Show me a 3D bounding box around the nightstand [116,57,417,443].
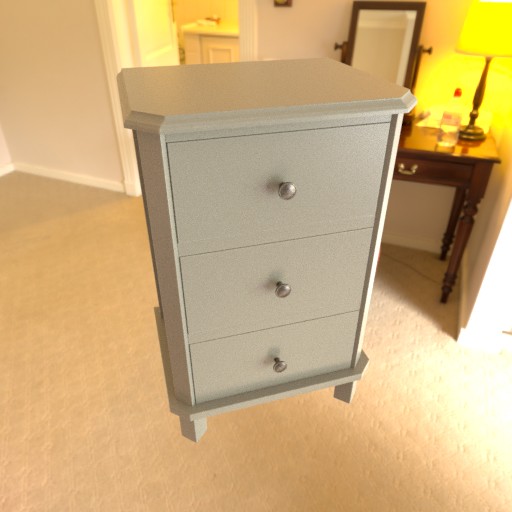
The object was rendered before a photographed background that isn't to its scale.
[{"bbox_3d":[0.000,0.000,0.907,0.435,0.680,0.348,-9,34,-14],"label":"nightstand"}]
